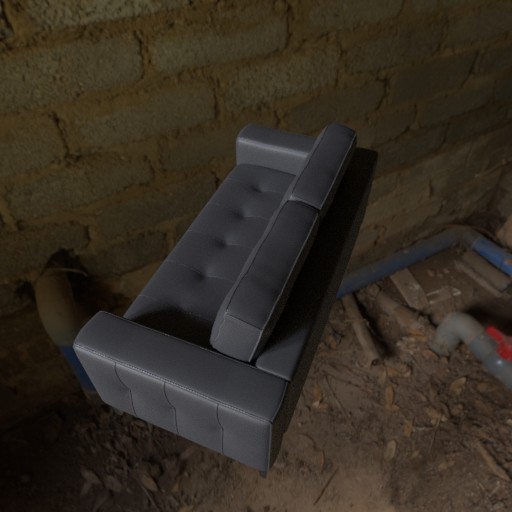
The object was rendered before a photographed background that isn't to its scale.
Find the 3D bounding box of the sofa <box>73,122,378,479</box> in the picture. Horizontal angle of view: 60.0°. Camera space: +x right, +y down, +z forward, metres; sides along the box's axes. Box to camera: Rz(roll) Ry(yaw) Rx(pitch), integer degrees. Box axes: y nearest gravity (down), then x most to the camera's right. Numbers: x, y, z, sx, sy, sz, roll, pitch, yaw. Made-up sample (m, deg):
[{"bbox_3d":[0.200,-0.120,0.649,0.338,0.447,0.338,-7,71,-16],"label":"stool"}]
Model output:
[{"bbox_3d":[0.000,0.000,2.213,0.833,0.893,1.726,17,49,15],"label":"sofa"}]
